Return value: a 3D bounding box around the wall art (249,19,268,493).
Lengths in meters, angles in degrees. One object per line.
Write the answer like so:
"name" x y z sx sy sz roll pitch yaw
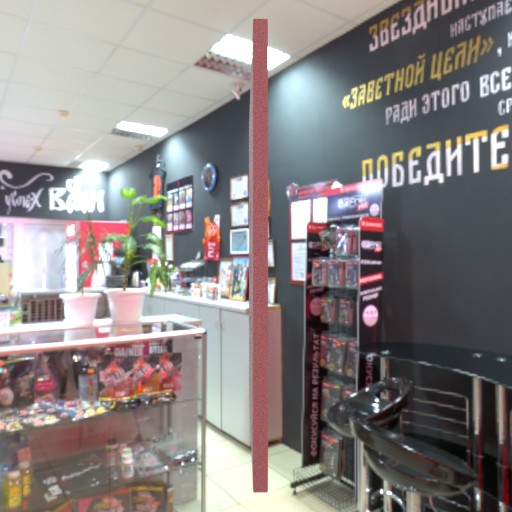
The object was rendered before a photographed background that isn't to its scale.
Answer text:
"wall art" 0.000 0.000 0.612 0.015 0.477 0.332 0 -1 -2
